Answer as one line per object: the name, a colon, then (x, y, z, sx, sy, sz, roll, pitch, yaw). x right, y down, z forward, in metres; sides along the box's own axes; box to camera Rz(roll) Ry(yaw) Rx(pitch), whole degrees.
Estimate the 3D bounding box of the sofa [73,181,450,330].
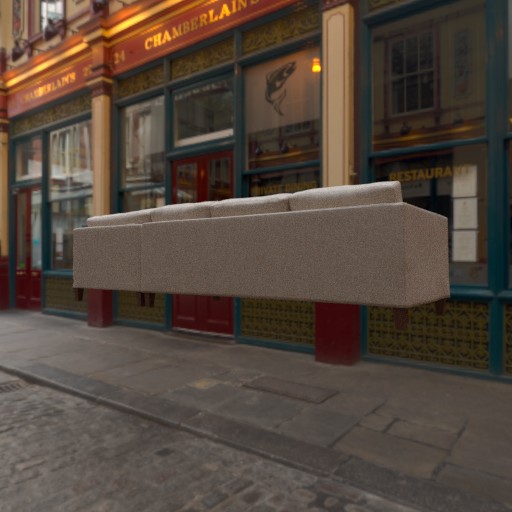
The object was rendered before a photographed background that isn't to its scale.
sofa: (0.000, 0.000, 3.928, 3.186, 0.846, 1.625, -1, -1, 37)
